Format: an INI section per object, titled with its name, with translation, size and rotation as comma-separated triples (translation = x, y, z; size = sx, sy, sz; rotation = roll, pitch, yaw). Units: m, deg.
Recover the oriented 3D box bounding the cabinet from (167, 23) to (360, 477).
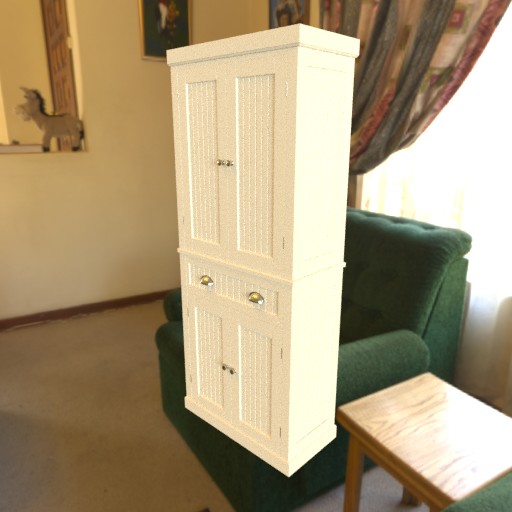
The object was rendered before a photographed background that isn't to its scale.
[cabinet]
translation = 0.000, 0.000, 2.099
size = 0.754, 1.829, 0.390
rotation = 15, 22, 42
